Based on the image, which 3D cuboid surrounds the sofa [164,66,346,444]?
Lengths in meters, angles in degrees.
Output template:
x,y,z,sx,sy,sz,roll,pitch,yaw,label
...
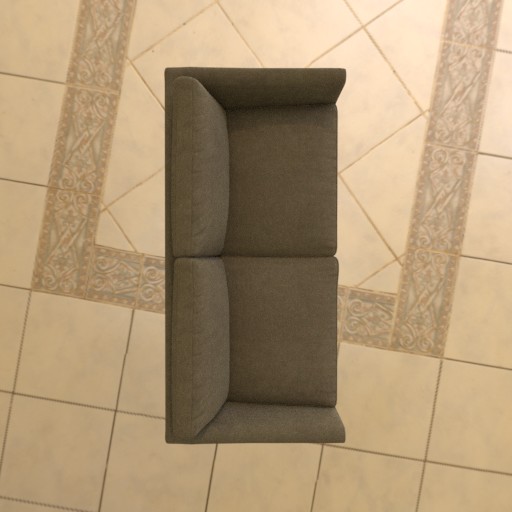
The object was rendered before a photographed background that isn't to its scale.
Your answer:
x,y,z,sx,sy,sz,roll,pitch,yaw,label
0.000,0.000,2.844,1.092,0.838,2.257,0,91,0,sofa
